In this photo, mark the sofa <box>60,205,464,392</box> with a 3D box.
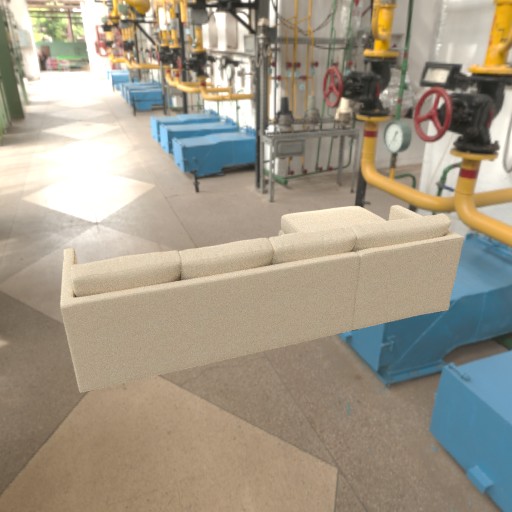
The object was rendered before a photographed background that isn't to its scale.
[{"bbox_3d":[0.000,0.000,4.048,3.205,0.922,1.650,-9,27,-18],"label":"sofa"}]
